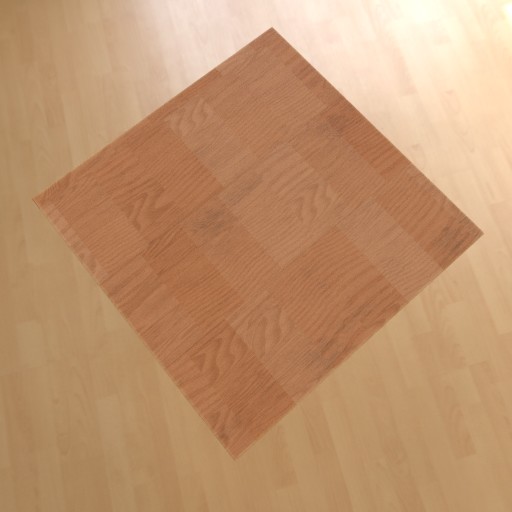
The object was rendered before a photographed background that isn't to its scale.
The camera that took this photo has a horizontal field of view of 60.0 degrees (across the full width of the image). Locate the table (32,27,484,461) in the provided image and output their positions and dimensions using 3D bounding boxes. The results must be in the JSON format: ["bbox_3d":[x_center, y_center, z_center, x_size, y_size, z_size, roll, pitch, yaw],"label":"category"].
[{"bbox_3d":[0.000,0.000,1.386,0.747,0.738,0.747,-39,79,-9],"label":"table"}]
